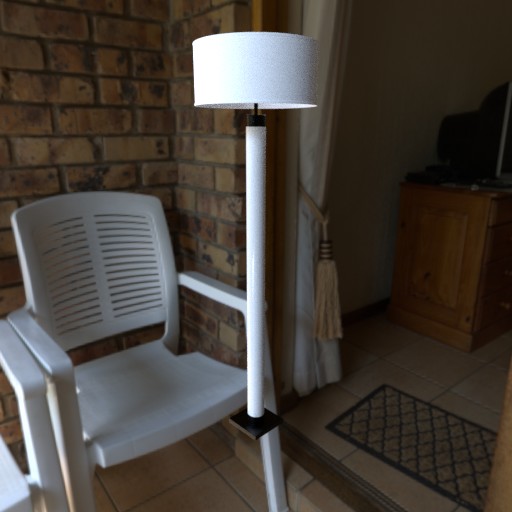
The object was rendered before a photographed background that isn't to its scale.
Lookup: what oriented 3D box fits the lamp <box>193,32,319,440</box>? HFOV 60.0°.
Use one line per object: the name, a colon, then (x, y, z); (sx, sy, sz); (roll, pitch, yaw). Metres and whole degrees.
lamp: (0.000, 0.000, 1.674); (0.420, 1.475, 0.420); (-15, 22, -42)
